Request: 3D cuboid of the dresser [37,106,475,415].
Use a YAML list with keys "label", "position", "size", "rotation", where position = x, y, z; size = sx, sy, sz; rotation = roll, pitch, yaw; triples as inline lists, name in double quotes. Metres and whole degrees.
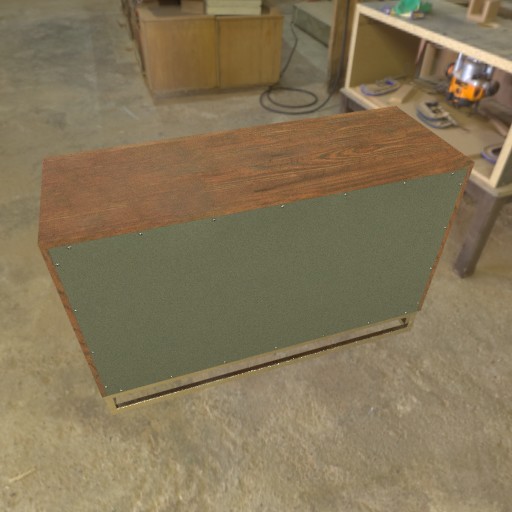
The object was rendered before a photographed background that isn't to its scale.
- label: "dresser"
  position: [0.000, 0.000, 2.152]
  size: [1.646, 1.061, 0.623]
  rotation: [-12, 43, -14]
